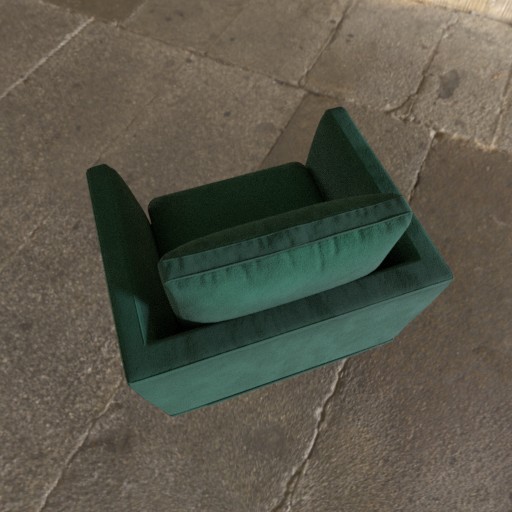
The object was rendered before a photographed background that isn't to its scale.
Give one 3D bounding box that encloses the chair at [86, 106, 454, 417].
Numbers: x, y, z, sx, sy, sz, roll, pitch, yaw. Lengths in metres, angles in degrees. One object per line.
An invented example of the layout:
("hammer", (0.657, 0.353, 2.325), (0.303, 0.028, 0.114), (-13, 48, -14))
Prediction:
("chair", (0.000, 0.000, 1.716), (1.047, 0.997, 0.852), (-16, 60, -10))
